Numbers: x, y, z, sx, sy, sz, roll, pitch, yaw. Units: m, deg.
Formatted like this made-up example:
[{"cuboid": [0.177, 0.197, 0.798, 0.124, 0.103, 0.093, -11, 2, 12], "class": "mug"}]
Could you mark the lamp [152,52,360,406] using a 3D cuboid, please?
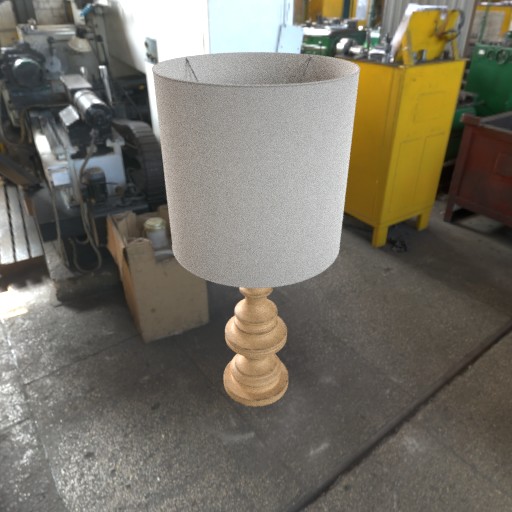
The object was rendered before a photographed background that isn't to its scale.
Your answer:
[{"cuboid": [0.000, 0.000, 0.571, 0.208, 0.455, 0.208, 10, 33, 16], "class": "lamp"}]
